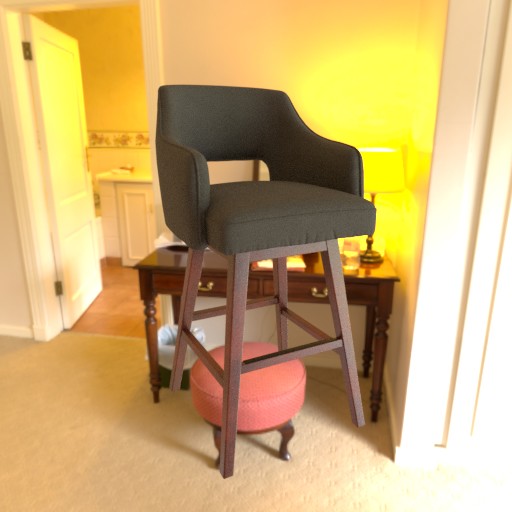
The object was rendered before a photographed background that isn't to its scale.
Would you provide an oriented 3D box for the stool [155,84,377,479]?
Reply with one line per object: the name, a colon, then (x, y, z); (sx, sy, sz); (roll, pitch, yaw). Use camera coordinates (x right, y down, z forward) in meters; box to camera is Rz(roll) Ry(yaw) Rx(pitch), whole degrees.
stool: (0.000, 0.000, 1.353); (0.548, 1.012, 0.558); (-8, 18, -26)
